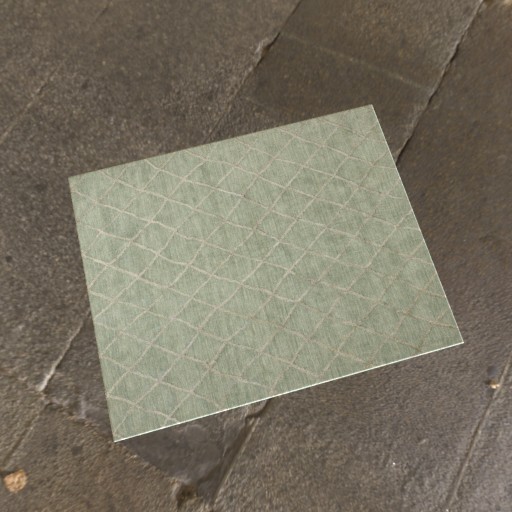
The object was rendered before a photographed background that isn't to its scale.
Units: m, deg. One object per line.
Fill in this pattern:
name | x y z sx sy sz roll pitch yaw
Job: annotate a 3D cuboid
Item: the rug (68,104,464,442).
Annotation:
rug | 0.000 0.000 4.005 3.039 0.019 2.420 -15 75 -4
